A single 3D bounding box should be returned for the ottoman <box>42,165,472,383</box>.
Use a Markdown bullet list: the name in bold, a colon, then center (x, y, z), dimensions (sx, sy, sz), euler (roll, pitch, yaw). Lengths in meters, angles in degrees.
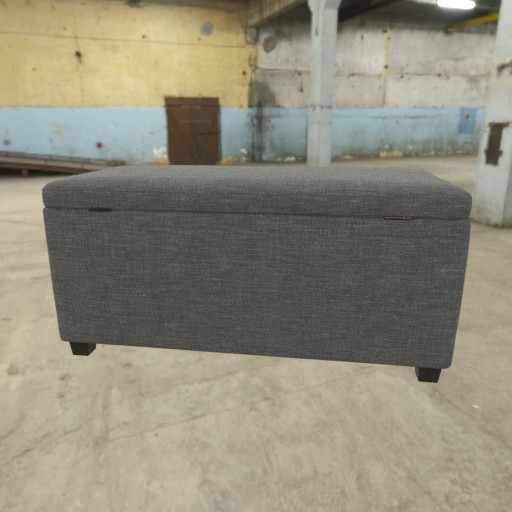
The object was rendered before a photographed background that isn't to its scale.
- **ottoman**: center (0.000, 0.000, 1.119), dimensions (0.902, 0.432, 0.419), euler (2, 17, 8)
